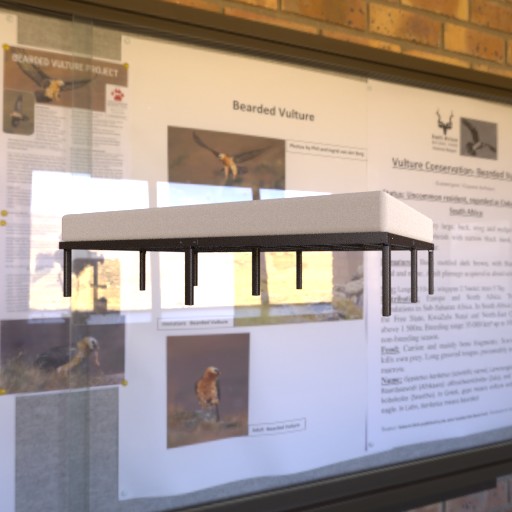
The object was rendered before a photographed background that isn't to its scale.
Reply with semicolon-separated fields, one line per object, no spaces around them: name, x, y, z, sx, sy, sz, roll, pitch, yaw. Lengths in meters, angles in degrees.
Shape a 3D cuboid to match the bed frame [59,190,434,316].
bed frame;0.000;0.000;3.802;2.842;0.680;2.205;0;-1;36
